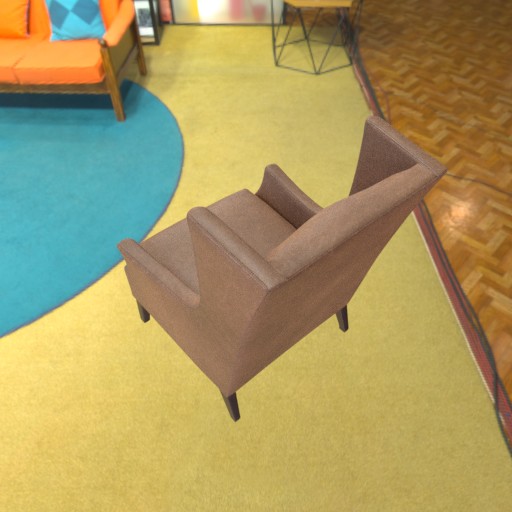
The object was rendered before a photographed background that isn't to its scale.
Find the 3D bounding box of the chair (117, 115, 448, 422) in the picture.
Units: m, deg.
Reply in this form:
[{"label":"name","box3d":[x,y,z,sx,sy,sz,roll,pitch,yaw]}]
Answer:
[{"label":"chair","box3d":[0.000,0.000,1.733,0.815,1.088,0.913,-32,55,-26]}]
